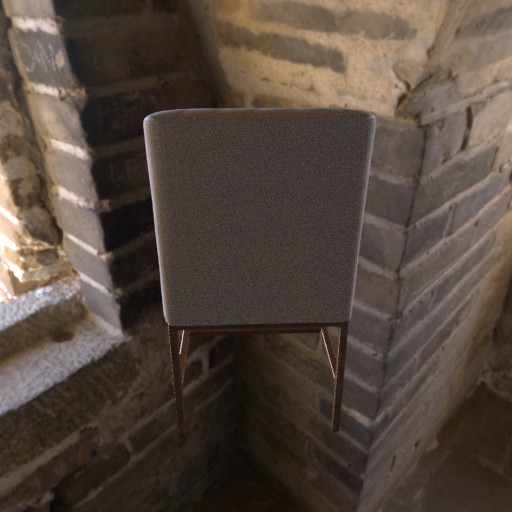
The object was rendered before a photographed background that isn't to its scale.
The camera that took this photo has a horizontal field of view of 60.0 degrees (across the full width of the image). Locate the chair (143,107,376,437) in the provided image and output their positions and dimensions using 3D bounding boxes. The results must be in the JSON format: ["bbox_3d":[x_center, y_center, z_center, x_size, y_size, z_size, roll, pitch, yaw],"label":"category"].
[{"bbox_3d":[0.000,0.000,1.302,0.503,0.933,0.597,-1,29,-2],"label":"chair"}]
